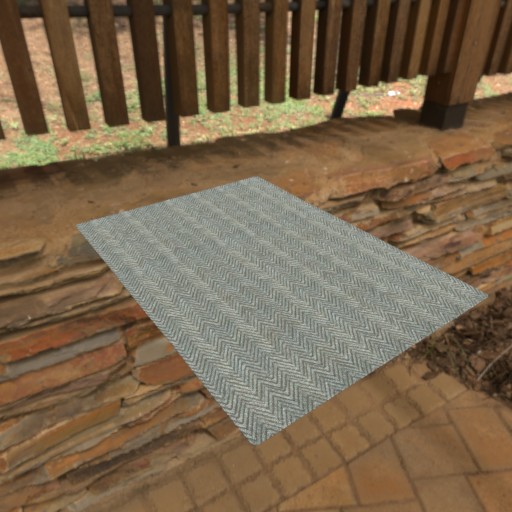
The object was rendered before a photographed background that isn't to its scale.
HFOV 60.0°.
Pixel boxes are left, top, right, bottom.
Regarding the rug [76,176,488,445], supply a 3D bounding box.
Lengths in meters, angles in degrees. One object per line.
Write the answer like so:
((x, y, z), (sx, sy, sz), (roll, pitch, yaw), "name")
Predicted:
((0.000, 0.000, 5.061), (2.894, 0.011, 3.957), (-21, 37, -30), "rug")
